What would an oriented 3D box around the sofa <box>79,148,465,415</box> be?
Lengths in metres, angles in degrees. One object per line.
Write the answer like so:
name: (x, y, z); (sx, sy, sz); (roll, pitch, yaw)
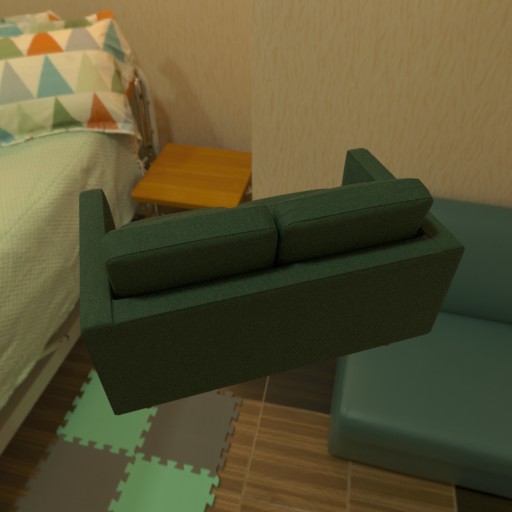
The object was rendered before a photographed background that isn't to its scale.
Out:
sofa: (0.000, 0.000, 2.021); (1.430, 0.899, 0.879); (-11, 43, -12)
